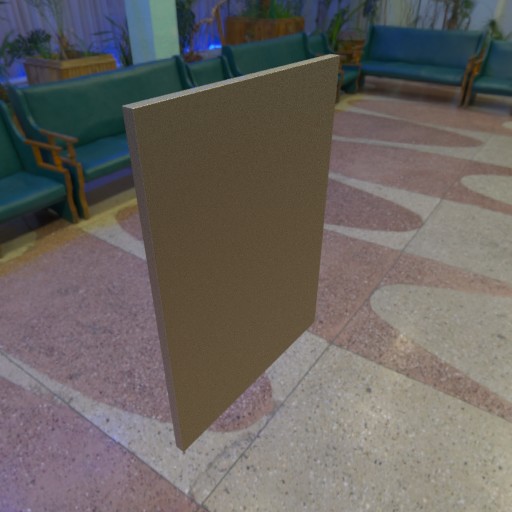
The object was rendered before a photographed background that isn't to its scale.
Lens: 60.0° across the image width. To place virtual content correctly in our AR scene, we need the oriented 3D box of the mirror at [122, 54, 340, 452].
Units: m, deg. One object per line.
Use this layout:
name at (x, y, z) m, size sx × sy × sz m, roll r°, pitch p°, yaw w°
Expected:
mirror at (0.000, 0.000, 1.328) m, size 0.032 × 1.023 × 0.756 m, roll 23°, pitch 39°, yaw 31°
